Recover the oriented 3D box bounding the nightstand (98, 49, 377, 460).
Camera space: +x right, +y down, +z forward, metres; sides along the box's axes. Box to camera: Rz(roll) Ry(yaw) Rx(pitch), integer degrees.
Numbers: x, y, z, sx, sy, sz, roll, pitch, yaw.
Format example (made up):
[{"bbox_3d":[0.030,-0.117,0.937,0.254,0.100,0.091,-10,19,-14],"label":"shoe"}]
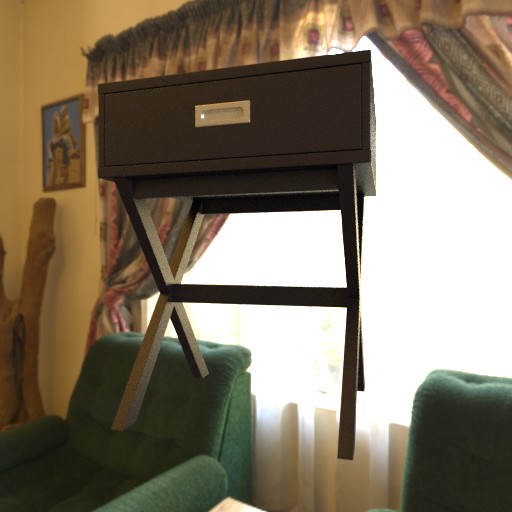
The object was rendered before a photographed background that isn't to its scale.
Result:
[{"bbox_3d":[0.000,0.000,0.926,0.479,0.623,0.402,0,0,16],"label":"nightstand"}]
